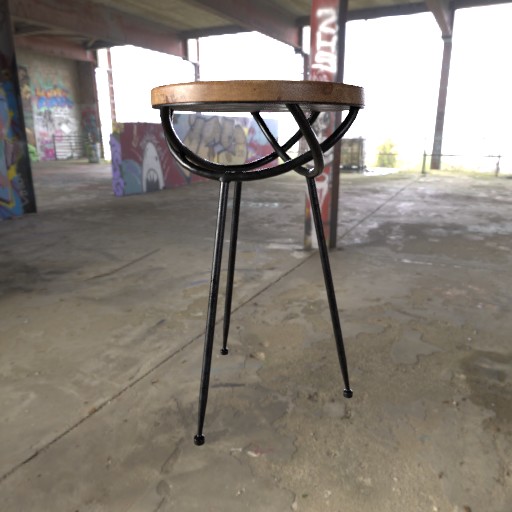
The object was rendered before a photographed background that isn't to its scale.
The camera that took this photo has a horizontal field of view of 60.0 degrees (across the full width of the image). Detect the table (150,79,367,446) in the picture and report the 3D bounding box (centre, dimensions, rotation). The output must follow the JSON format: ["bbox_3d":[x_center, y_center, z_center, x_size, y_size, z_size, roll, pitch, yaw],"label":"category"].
[{"bbox_3d":[0.000,0.000,0.946,0.418,0.664,0.414,-14,21,-41],"label":"table"}]
